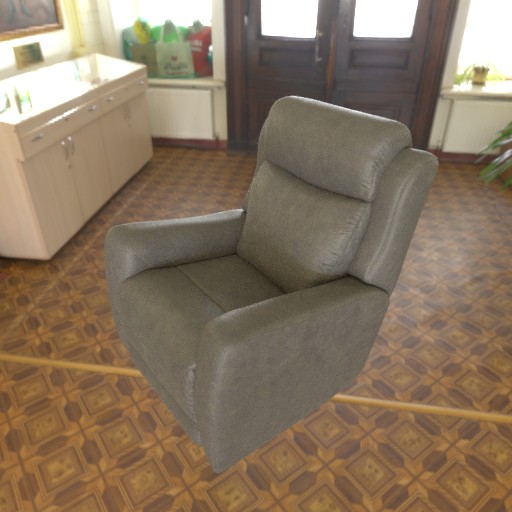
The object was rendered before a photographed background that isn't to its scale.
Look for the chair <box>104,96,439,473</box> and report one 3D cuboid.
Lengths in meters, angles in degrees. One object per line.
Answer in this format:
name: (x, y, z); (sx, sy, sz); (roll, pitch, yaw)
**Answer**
chair: (0.000, 0.000, 1.885); (1.068, 1.116, 0.965); (-21, 38, -30)
